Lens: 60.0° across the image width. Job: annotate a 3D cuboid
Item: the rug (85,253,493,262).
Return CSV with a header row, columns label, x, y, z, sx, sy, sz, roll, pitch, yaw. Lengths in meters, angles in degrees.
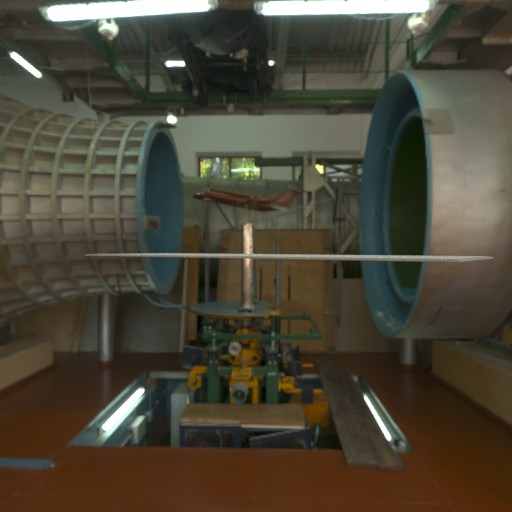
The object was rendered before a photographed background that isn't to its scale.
label,x,y,z,sx,sy,sz,roll,pitch,yaw
rug,0.000,0.000,2.403,2.196,0.011,0.662,1,1,37
